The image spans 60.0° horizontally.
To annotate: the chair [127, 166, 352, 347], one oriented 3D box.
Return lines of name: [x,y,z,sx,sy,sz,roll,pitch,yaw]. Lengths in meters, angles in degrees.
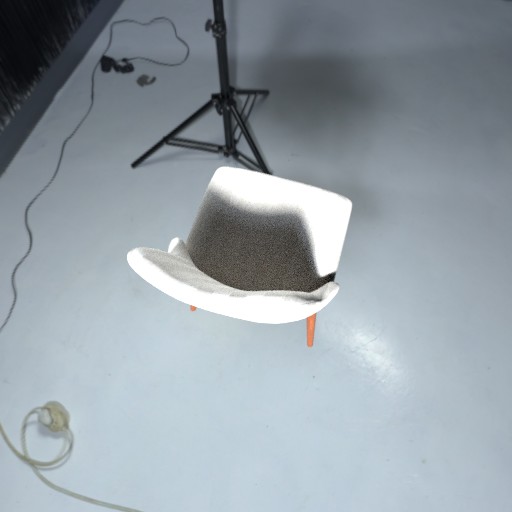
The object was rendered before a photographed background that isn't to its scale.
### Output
chair: [0.000,0.000,1.341,0.526,0.917,0.684,16,64,8]
